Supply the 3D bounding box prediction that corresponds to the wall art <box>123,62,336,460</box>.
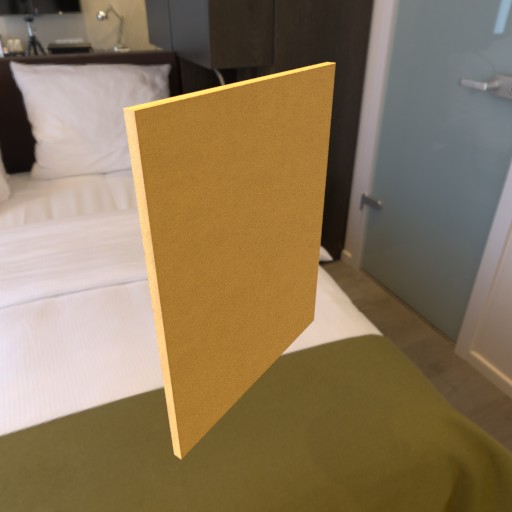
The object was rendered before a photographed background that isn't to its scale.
[{"bbox_3d":[0.000,0.000,1.340,0.030,1.002,0.798,20,36,30],"label":"wall art"}]
